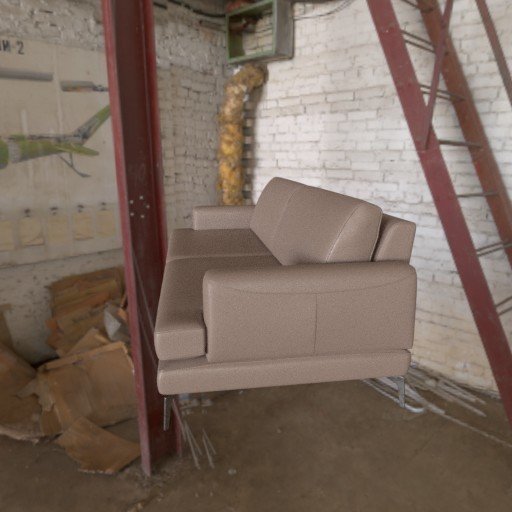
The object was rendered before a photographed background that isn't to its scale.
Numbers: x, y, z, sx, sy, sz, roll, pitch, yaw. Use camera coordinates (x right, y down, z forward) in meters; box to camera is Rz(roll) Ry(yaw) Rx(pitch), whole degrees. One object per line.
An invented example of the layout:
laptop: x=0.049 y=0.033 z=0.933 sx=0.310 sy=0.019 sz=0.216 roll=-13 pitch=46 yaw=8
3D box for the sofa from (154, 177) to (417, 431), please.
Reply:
sofa: x=0.000 y=0.000 z=2.412 sx=0.974 sy=0.765 sz=1.940 roll=-2 pitch=13 yaw=-9
